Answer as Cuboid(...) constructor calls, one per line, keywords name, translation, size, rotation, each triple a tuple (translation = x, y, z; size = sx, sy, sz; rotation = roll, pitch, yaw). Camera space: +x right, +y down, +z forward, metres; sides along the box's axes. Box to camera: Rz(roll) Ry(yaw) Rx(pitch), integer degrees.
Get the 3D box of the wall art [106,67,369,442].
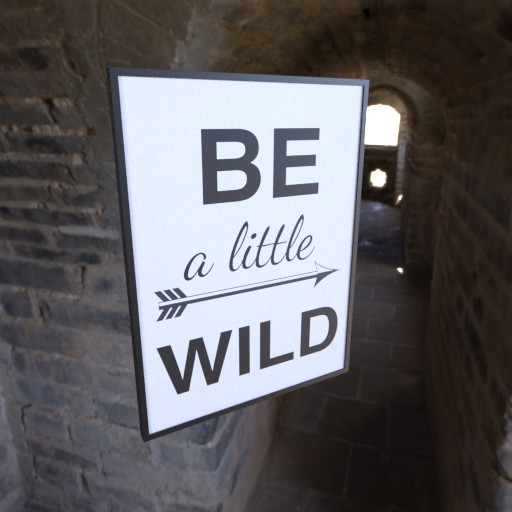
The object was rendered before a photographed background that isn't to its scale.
Cuboid(name="wall art", translation=(0.000, 0.000, 1.399), size=(0.806, 1.062, 0.038), rotation=(-10, 20, -28))
